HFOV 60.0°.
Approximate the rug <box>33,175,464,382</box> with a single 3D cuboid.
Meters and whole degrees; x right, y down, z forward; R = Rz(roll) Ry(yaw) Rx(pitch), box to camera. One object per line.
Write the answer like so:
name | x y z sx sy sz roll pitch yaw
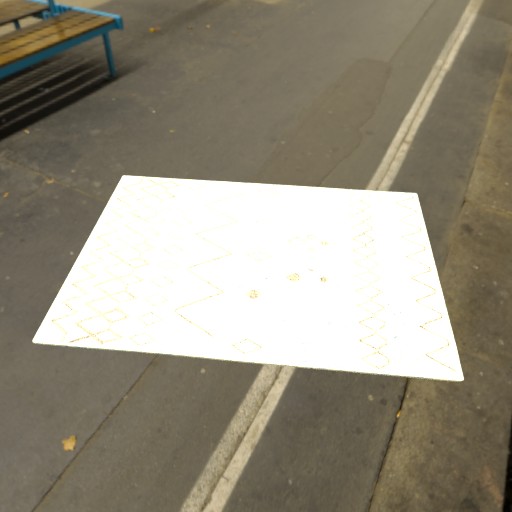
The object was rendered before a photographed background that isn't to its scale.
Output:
rug | 0.000 0.000 2.294 1.820 0.009 1.260 4 45 4
